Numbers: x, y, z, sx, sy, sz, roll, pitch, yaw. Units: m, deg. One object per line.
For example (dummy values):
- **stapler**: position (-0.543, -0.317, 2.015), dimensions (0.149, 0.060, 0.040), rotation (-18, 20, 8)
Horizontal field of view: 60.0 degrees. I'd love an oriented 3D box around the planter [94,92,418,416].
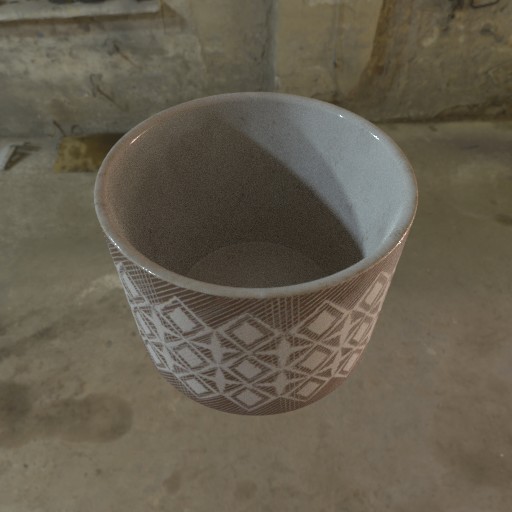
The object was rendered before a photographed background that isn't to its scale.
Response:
- **planter**: position (0.000, 0.000, 0.216), dimensions (0.126, 0.104, 0.126), rotation (0, 48, 0)
